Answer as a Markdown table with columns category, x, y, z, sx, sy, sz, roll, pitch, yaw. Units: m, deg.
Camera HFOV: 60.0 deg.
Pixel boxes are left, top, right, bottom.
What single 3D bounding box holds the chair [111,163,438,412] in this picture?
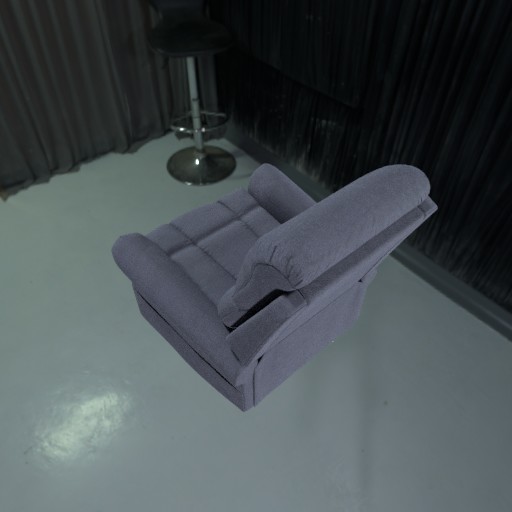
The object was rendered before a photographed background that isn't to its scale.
| category | x | y | z | sx | sy | sz | roll | pitch | yaw |
| --- | --- | --- | --- | --- | --- | --- | --- | --- | --- |
| chair | 0.000 | 0.000 | 1.755 | 0.871 | 1.031 | 0.979 | -32 | 54 | -27 |
